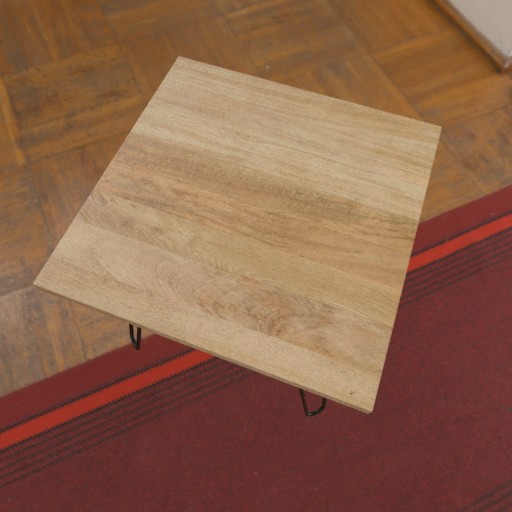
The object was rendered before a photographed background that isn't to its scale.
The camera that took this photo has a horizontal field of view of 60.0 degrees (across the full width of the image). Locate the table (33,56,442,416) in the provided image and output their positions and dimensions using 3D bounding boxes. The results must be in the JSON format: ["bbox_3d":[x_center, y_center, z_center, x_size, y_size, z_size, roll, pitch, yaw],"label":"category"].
[{"bbox_3d":[0.000,0.000,1.063,0.599,0.500,0.599,19,65,9],"label":"table"}]
